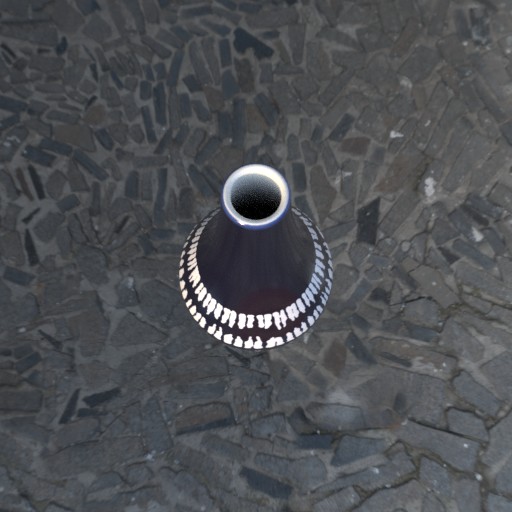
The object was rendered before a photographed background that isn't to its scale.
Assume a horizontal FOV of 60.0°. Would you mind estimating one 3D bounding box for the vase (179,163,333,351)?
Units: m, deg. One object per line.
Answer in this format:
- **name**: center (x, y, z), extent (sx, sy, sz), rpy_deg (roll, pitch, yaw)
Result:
- **vase**: center (0.000, 0.000, 0.388), extent (0.159, 0.295, 0.159), rpy_deg (0, 76, 0)
